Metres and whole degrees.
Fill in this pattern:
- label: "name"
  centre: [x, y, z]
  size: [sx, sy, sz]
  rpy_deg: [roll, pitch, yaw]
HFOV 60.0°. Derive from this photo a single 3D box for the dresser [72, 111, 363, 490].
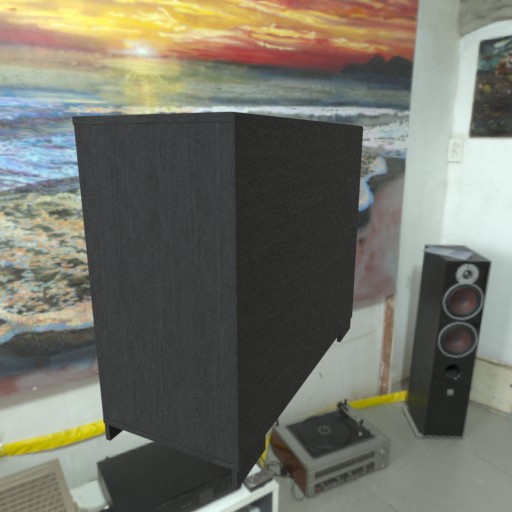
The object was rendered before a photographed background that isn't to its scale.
- label: "dresser"
  centre: [0.000, 0.000, 1.413]
  size: [0.404, 0.816, 0.994]
  rpy_deg: [7, 16, 25]
